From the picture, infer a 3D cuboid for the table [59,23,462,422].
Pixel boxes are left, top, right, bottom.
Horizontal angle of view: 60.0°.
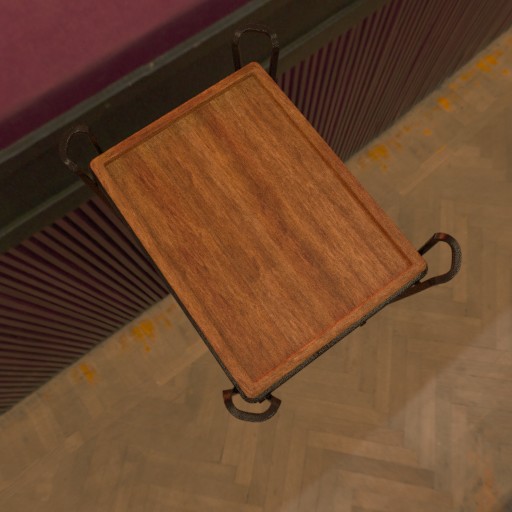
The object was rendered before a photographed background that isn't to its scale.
[{"bbox_3d":[0.000,0.000,1.200,0.505,0.785,0.672,-35,78,-9],"label":"table"}]
